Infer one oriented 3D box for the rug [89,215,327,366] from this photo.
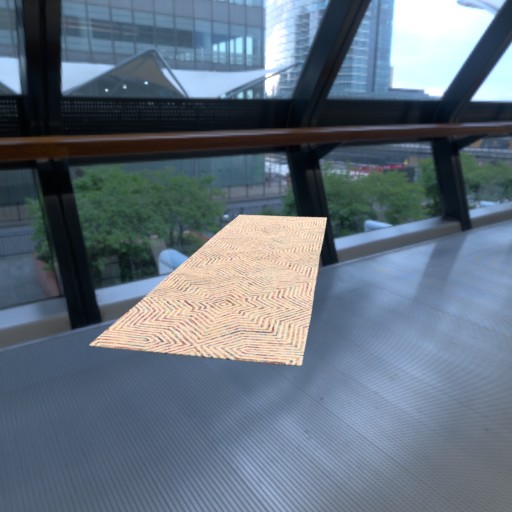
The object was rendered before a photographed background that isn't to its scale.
[{"bbox_3d":[0.000,0.000,2.674,0.771,0.009,2.443,3,17,10],"label":"rug"}]
